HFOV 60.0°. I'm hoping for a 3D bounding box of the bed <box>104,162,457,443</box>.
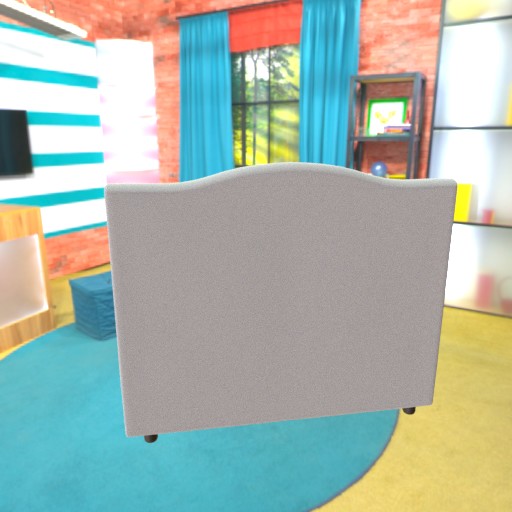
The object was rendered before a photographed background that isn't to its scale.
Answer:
[{"bbox_3d":[0.000,0.000,3.288,1.753,1.460,2.143,-2,15,-9],"label":"bed"}]
